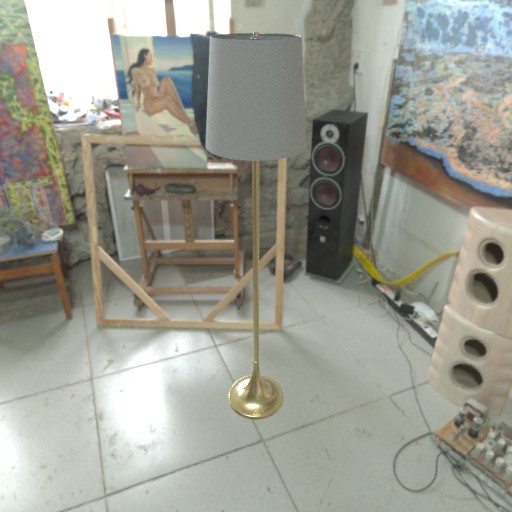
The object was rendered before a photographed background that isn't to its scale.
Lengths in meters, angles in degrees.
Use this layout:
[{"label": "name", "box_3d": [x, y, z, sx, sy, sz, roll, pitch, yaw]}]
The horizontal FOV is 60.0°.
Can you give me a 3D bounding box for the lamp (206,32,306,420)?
[{"label": "lamp", "box_3d": [0.000, 0.000, 1.707, 0.337, 1.543, 0.337, 0, 30, 0]}]
